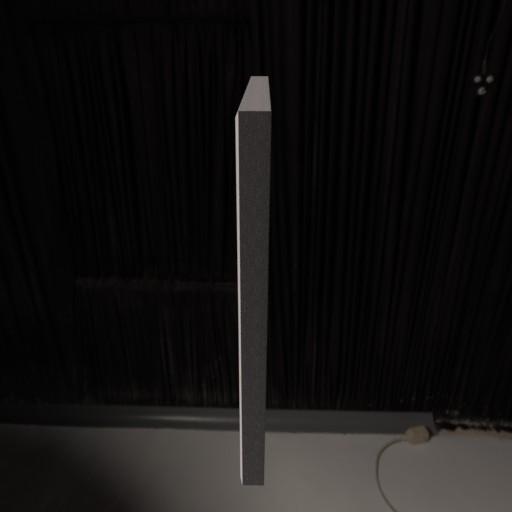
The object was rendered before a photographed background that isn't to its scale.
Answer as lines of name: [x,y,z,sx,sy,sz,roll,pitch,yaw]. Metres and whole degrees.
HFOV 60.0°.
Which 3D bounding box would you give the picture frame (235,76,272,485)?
picture frame: [0.000,0.000,0.531,0.027,0.378,0.327,0,26,1]
